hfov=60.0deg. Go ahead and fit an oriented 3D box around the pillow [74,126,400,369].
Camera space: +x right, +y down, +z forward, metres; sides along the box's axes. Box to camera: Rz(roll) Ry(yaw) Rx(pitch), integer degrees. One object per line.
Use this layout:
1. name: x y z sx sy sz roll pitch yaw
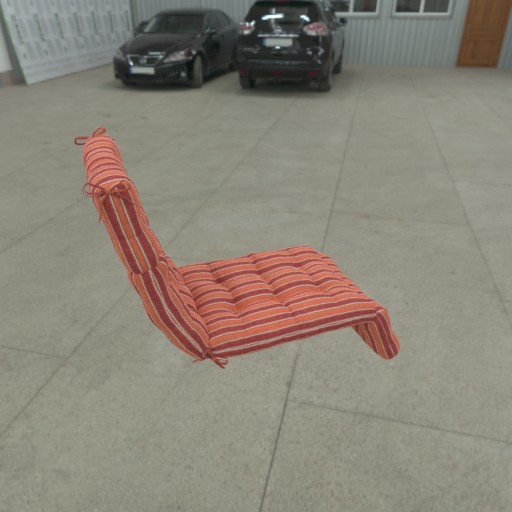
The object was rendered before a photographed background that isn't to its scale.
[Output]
1. pillow: 0.000 0.000 1.531 1.016 0.863 0.526 -11 32 -19
